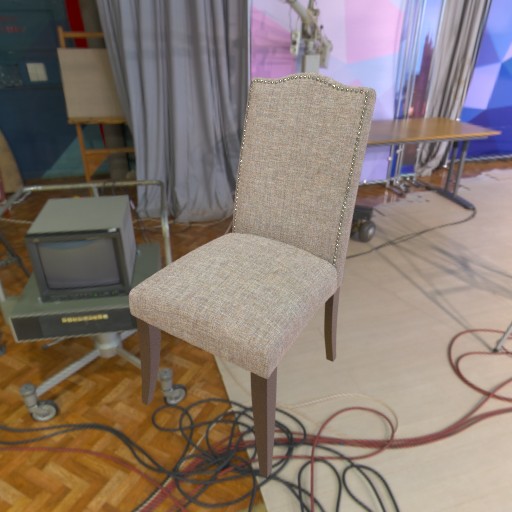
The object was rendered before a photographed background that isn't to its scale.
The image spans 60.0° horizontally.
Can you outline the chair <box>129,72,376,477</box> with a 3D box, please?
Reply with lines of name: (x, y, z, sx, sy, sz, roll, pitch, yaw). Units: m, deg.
chair: (0.000, 0.000, 1.401, 0.513, 1.016, 0.660, 18, 34, 29)
